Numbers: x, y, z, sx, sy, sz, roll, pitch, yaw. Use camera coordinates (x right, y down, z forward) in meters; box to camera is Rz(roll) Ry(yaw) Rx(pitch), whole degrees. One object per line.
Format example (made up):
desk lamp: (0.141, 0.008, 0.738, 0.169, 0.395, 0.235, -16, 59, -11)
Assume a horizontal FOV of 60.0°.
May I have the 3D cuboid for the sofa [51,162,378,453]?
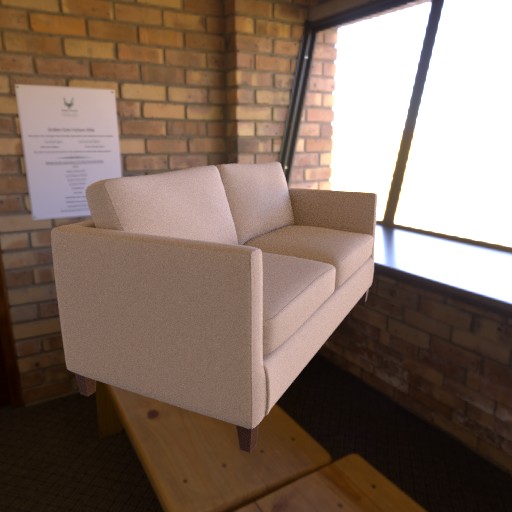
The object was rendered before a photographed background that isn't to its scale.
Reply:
sofa: (0.000, 0.000, 2.231, 0.873, 0.888, 1.722, 7, 16, 26)
